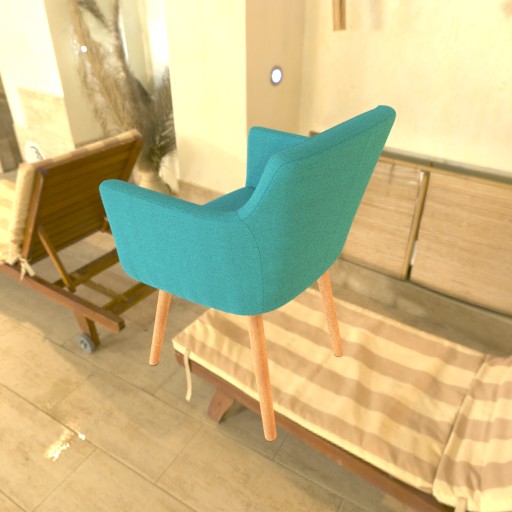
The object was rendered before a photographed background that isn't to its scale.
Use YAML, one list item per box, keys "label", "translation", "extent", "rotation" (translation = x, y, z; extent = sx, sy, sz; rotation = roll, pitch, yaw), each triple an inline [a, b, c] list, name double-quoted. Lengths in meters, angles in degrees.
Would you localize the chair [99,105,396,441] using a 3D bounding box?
- label: "chair"
  translation: [0.000, 0.000, 1.167]
  extent: [0.540, 0.780, 0.570]
  rotation: [21, 37, 31]
